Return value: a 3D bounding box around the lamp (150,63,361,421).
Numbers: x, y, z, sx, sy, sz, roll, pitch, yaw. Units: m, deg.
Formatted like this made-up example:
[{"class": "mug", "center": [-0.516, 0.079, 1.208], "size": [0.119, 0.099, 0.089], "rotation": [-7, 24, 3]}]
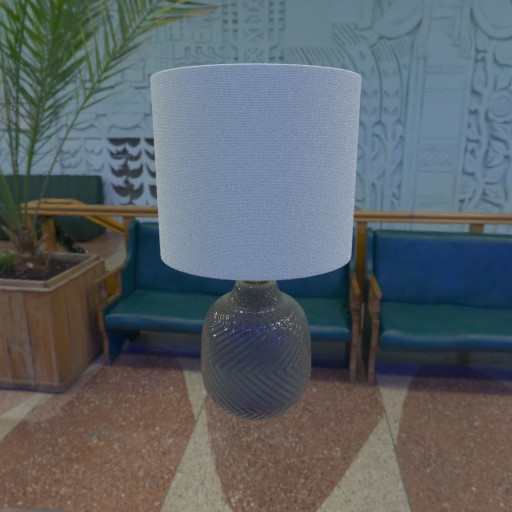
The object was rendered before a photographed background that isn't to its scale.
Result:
[{"class": "lamp", "center": [0.000, 0.000, 0.492], "size": [0.207, 0.366, 0.207], "rotation": [2, 15, 8]}]
